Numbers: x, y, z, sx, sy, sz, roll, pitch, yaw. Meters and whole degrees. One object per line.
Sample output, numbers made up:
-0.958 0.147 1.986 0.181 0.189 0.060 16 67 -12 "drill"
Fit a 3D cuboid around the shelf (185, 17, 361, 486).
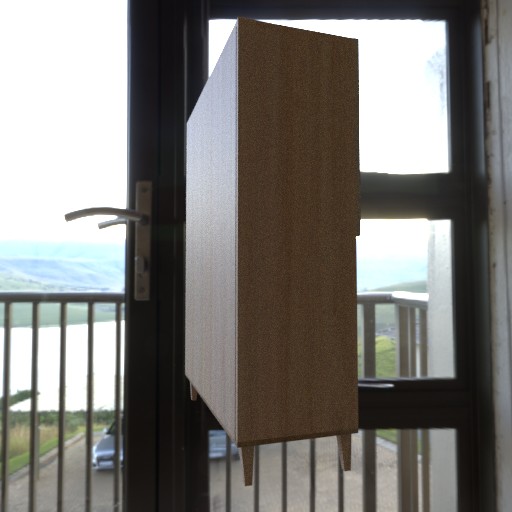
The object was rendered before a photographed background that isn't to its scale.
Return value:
0.000 0.000 1.848 0.434 1.405 0.995 1 -3 -18 "shelf"
